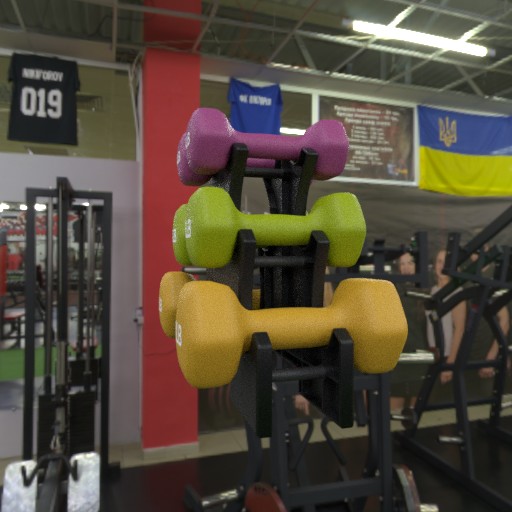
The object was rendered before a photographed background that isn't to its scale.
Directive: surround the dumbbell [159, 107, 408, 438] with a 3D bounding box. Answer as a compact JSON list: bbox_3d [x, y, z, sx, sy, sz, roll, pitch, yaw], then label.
[{"bbox_3d":[0.000,0.000,0.476,0.190,0.271,0.300,0,0,-16],"label":"dumbbell"}]
